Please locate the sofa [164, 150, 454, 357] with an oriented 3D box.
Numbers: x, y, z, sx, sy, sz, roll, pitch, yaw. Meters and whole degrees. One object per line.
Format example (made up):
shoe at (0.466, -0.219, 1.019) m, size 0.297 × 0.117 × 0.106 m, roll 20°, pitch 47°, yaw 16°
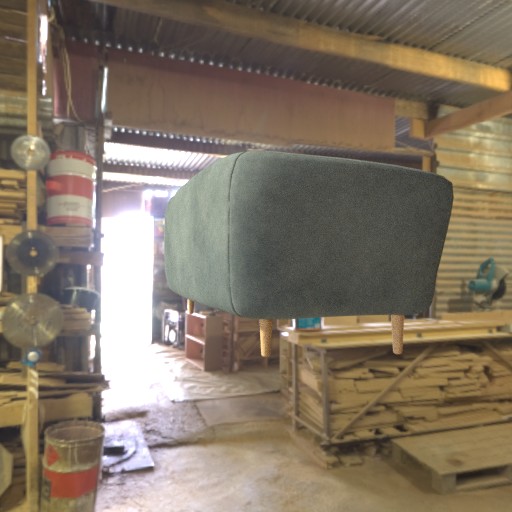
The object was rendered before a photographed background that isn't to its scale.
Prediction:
sofa at (0.000, 0.000, 2.485) m, size 0.849 × 0.795 × 2.095 m, roll 0°, pitch -1°, yaw -20°
